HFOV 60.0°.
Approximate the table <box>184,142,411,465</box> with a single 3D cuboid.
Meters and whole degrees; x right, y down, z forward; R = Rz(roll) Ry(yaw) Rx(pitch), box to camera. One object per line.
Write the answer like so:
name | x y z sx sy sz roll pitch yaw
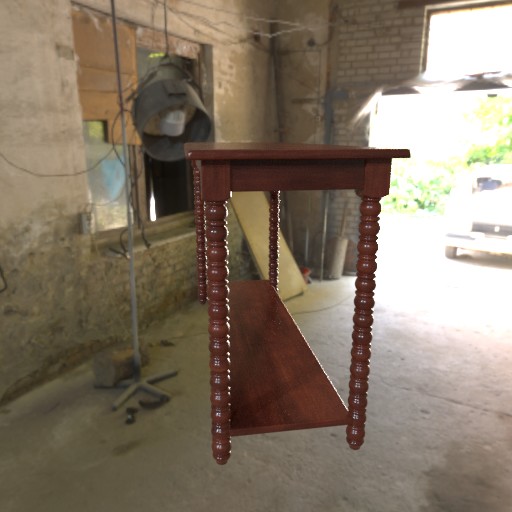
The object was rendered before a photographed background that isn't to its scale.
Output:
table | 0.000 0.000 1.516 0.459 0.740 1.184 -2 15 -9
